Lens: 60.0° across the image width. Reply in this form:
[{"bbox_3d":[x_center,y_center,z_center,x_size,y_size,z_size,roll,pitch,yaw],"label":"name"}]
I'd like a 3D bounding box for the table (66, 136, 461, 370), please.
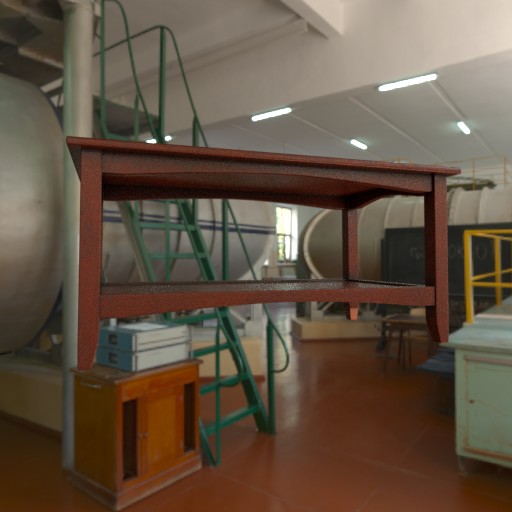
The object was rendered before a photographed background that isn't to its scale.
[{"bbox_3d":[0.000,0.000,1.246,0.943,0.456,0.533,0,0,-19],"label":"table"}]
